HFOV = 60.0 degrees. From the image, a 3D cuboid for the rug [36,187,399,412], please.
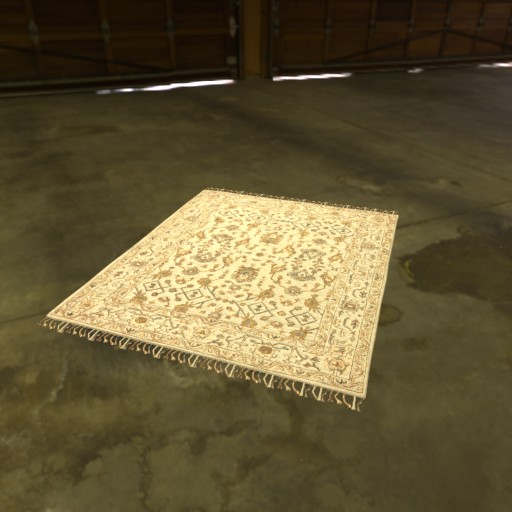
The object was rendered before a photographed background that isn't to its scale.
[{"bbox_3d":[0.000,0.000,4.196,2.426,0.034,3.061,10,31,17],"label":"rug"}]
